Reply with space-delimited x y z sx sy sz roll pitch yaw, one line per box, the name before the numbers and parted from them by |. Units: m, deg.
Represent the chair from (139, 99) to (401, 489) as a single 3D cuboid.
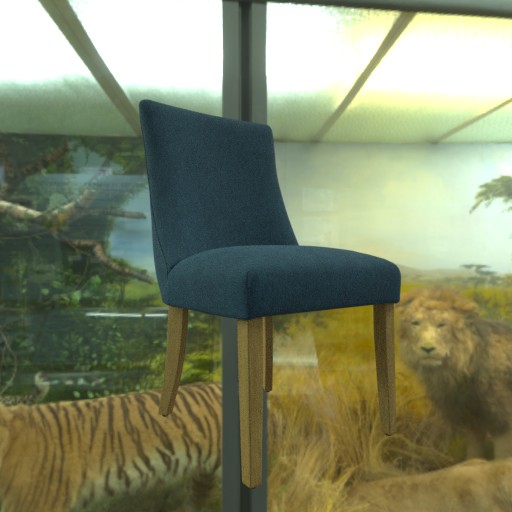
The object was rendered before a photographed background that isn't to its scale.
chair | 0.000 0.000 1.212 0.495 0.902 0.609 0 1 -36
